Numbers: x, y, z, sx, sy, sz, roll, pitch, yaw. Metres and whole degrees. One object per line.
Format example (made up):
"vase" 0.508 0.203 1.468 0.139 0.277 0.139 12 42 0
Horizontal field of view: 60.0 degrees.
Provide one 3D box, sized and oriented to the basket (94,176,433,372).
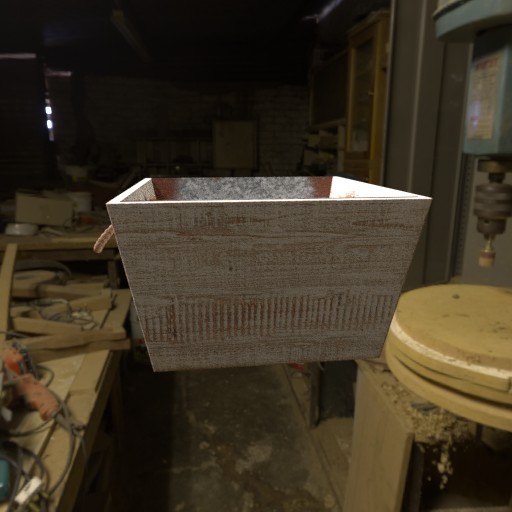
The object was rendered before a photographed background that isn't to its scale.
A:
"basket" 0.000 0.000 0.781 0.545 0.247 0.413 -2 14 -7
